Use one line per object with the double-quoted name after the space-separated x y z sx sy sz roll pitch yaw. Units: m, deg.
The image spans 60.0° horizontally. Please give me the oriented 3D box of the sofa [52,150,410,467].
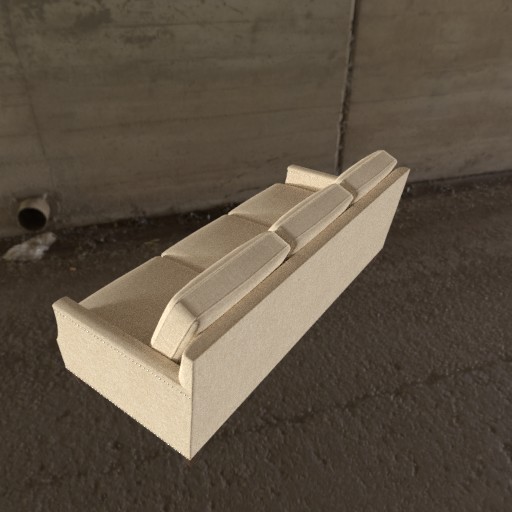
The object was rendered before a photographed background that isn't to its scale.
0.000 0.000 2.761 1.041 0.940 2.210 22 39 29 "sofa"
